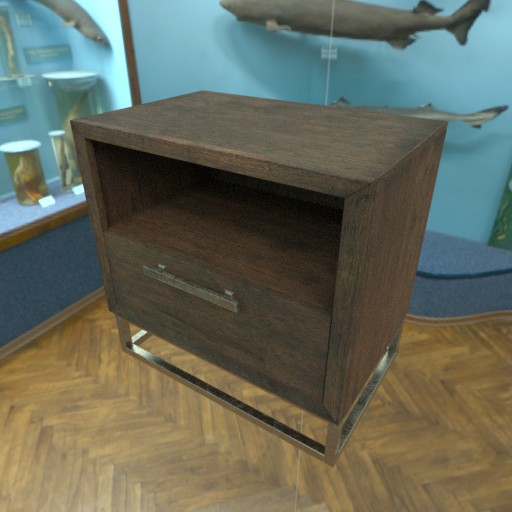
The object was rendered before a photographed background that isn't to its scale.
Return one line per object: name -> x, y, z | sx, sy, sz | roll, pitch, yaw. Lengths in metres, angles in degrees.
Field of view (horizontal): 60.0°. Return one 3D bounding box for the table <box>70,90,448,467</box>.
table -> 0.000, 0.000, 1.250 | 0.767, 0.746, 0.542 | 18, 35, 29
